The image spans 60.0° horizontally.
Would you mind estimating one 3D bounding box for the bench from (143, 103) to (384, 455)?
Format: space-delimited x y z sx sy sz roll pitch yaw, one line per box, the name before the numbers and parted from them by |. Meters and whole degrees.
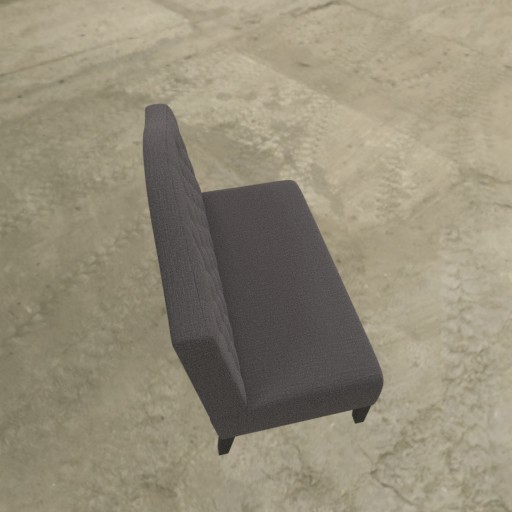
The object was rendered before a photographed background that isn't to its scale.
bench | 0.000 0.000 2.059 0.815 1.180 1.335 -10 49 -8
